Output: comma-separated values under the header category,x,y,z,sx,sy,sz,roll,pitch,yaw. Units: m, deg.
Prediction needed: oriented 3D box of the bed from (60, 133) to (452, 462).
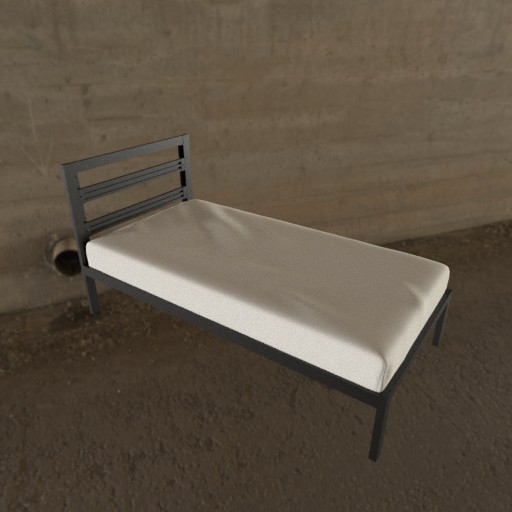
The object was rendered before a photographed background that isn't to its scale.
category,x,y,z,sx,sy,sz,roll,pitch,yaw
bed,0.000,0.000,2.499,1.930,0.967,0.991,18,32,31
